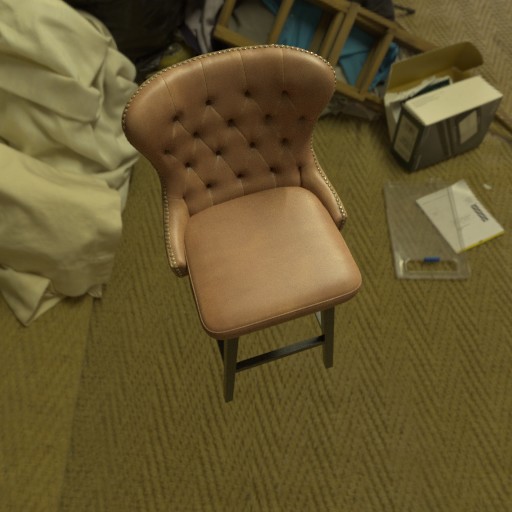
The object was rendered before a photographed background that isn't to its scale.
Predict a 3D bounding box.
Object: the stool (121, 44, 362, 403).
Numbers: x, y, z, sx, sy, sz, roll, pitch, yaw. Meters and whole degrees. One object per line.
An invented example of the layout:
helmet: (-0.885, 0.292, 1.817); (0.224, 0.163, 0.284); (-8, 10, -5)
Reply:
stool: (0.000, 0.000, 1.382); (0.528, 1.050, 0.601); (-16, 63, -8)
